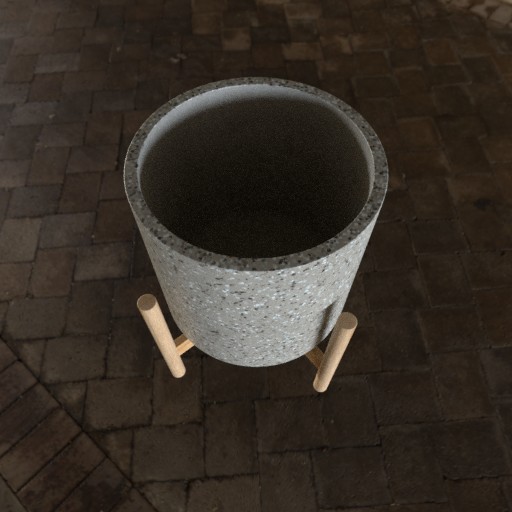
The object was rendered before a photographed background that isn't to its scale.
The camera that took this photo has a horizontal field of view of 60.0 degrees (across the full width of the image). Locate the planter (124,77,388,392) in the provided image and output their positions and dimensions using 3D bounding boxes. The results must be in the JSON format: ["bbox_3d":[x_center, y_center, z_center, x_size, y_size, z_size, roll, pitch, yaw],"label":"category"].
[{"bbox_3d":[0.000,0.000,0.690,0.360,0.419,0.360,-14,59,-9],"label":"planter"}]
